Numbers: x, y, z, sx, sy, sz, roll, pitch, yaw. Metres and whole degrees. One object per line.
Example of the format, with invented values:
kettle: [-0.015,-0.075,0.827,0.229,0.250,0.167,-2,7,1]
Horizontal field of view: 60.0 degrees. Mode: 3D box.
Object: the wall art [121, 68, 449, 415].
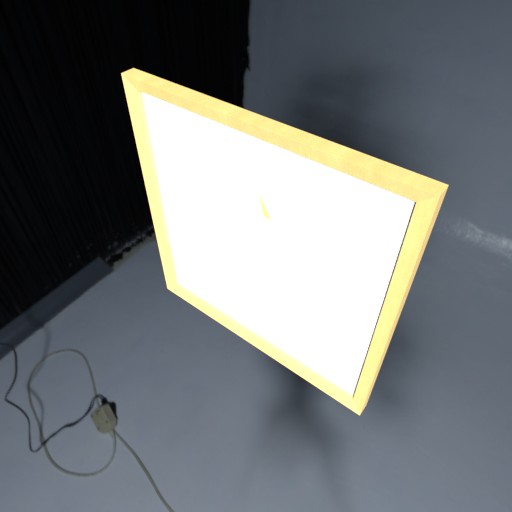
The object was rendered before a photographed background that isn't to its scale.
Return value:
wall art: [0.000,0.000,2.903,1.935,1.936,0.097,29,52,26]
